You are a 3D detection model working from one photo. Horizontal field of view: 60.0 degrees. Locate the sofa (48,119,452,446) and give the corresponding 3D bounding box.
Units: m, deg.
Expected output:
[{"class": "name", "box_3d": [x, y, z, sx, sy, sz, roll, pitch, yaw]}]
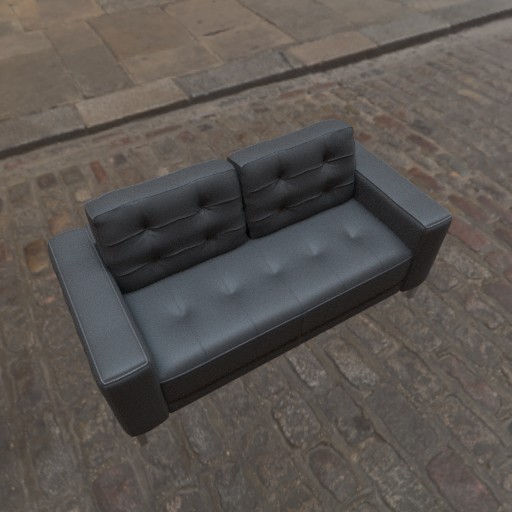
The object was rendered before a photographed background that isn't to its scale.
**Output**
[{"class": "sofa", "box_3d": [0.000, 0.000, 2.160, 1.726, 0.893, 0.833, -24, 52, -20]}]
